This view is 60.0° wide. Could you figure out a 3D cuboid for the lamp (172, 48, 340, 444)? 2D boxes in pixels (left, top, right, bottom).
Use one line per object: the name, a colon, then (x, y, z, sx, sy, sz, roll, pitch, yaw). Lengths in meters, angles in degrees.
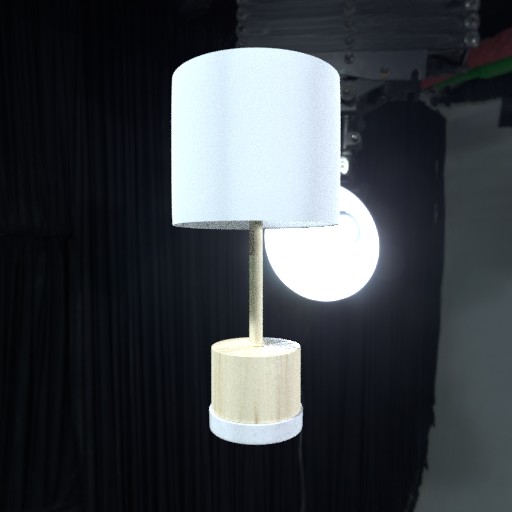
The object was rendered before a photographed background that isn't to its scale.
lamp: (0.000, 0.000, 0.613, 0.229, 0.470, 0.229, -1, 1, -36)
